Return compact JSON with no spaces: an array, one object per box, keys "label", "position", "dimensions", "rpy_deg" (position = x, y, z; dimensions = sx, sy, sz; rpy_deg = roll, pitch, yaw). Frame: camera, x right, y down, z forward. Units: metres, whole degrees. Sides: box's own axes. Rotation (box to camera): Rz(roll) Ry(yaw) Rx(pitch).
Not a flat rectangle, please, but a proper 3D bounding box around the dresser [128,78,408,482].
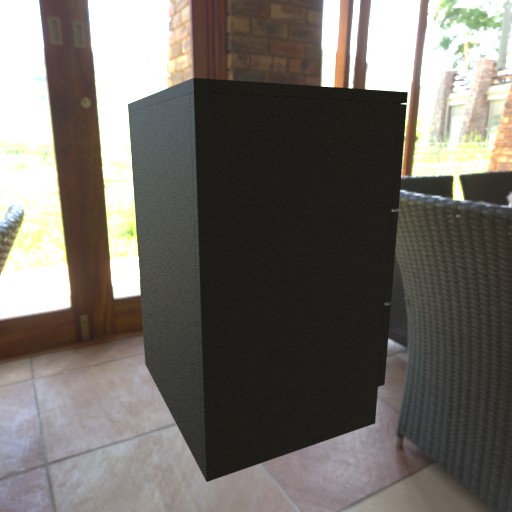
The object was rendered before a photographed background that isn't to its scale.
[{"label":"dresser","position":[0.000,0.000,0.835],"dimensions":[0.360,0.560,0.400],"rpy_deg":[-7,16,-25]}]
